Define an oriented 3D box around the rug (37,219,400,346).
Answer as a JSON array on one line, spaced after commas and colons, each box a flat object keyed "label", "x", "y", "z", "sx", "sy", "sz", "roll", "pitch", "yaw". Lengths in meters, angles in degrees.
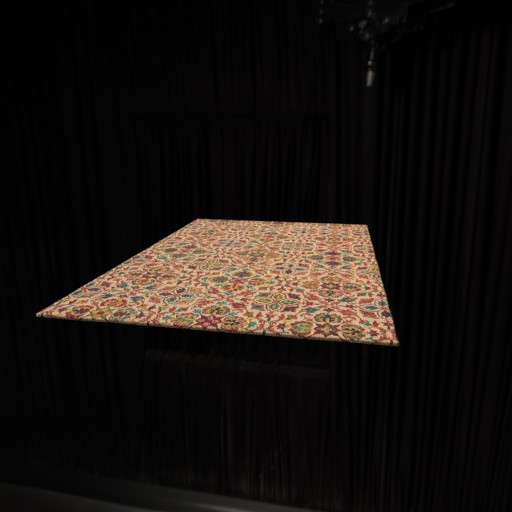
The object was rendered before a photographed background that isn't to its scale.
[{"label": "rug", "x": 0.000, "y": 0.000, "z": 2.901, "sx": 1.541, "sy": 0.018, "sz": 2.297, "roll": 3, "pitch": 16, "yaw": 10}]
